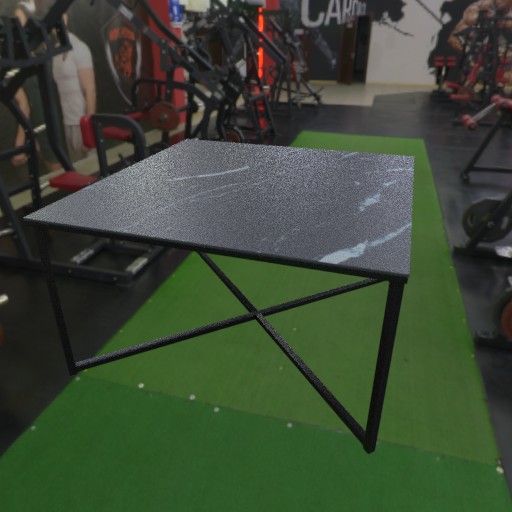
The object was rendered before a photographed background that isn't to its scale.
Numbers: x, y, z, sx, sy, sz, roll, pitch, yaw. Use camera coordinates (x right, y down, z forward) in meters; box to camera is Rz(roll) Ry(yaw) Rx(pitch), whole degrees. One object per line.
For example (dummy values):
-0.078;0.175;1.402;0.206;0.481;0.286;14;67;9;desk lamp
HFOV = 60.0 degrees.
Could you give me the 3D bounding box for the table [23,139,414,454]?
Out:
0.000;0.000;1.288;0.800;0.450;0.800;9;28;16;table
